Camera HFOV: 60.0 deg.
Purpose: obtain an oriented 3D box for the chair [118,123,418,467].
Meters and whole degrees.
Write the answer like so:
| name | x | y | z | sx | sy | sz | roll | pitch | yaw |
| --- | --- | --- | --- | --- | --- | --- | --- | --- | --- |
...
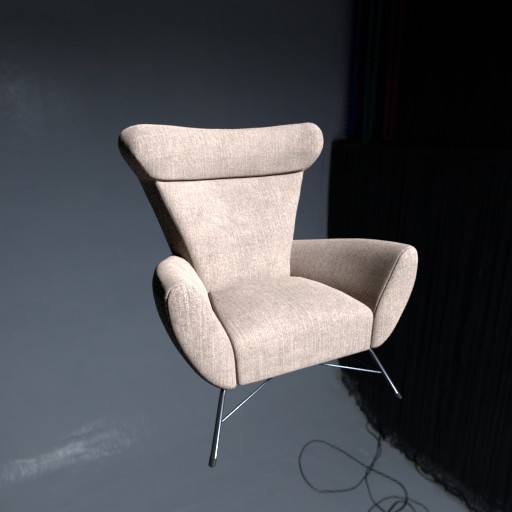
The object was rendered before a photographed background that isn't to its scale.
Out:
| name | x | y | z | sx | sy | sz | roll | pitch | yaw |
| --- | --- | --- | --- | --- | --- | --- | --- | --- | --- |
| chair | 0.000 | 0.000 | 1.792 | 0.980 | 1.040 | 0.900 | -8 | 18 | -26 |
